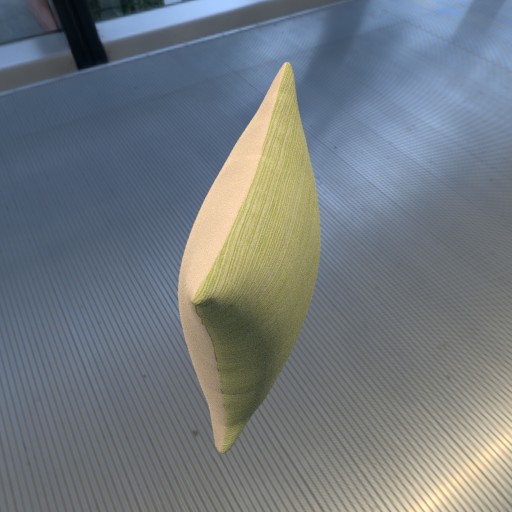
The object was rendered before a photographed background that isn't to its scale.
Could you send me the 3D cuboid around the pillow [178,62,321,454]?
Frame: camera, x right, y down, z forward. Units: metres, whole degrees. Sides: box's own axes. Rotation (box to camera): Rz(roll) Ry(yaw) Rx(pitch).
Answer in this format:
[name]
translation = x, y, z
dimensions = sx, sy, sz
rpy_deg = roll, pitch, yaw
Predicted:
[pillow]
translation = 0.000, 0.000, 0.806
dimensions = 0.229, 0.487, 0.560
rpy_deg = 10, 49, 9
